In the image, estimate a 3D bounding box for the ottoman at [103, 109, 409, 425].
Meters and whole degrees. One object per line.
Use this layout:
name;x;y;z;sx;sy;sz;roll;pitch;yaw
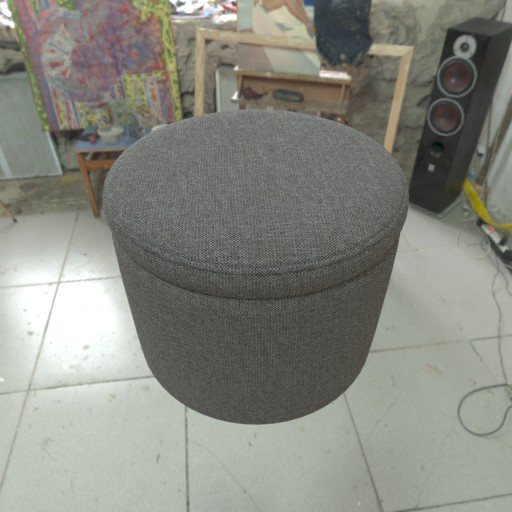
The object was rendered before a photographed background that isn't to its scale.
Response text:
ottoman;0.000;0.000;0.890;0.520;0.430;0.520;0;41;0
